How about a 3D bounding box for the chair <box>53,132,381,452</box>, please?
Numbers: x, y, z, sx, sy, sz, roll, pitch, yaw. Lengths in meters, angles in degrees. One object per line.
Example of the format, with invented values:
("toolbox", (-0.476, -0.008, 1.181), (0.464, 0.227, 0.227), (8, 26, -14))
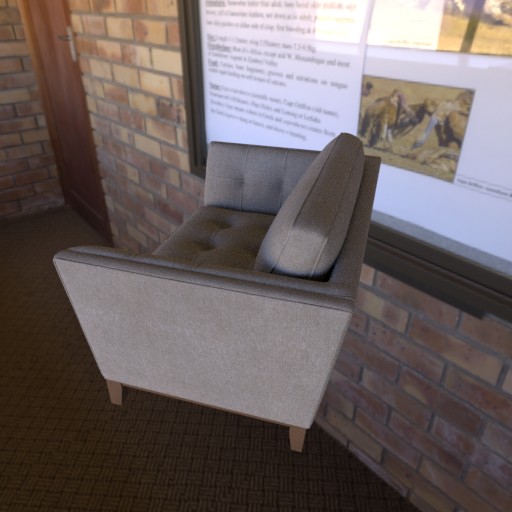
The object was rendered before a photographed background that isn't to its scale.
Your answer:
("chair", (0.000, 0.000, 2.031), (0.965, 0.942, 1.396), (9, 31, 14))
